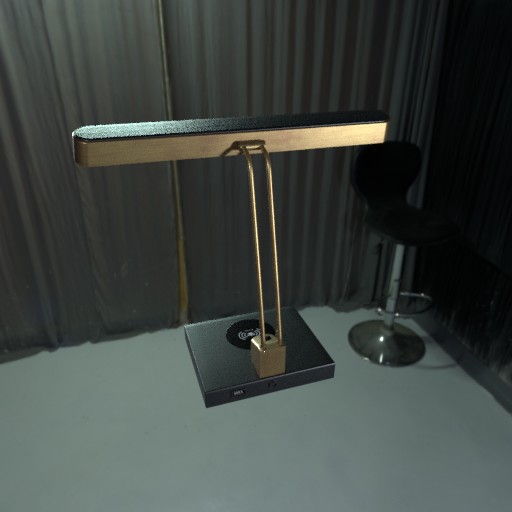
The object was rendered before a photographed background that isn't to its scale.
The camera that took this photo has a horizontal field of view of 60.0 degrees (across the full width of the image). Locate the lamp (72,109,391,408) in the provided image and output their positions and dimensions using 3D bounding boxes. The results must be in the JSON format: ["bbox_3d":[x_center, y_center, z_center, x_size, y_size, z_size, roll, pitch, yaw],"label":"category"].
[{"bbox_3d":[0.000,0.000,0.591,0.412,0.345,0.156,-8,28,-16],"label":"lamp"}]
